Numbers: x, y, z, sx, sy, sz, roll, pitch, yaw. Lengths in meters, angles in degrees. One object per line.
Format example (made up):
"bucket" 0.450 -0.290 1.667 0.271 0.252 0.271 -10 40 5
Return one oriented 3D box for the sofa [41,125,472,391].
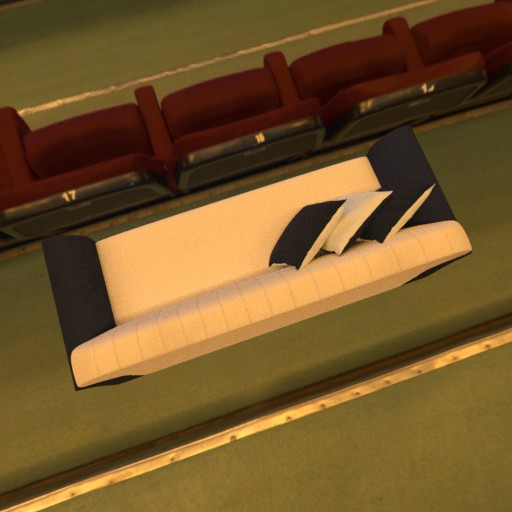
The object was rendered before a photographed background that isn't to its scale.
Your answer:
"sofa" 0.000 0.000 2.350 2.006 0.789 0.749 -18 76 -5
